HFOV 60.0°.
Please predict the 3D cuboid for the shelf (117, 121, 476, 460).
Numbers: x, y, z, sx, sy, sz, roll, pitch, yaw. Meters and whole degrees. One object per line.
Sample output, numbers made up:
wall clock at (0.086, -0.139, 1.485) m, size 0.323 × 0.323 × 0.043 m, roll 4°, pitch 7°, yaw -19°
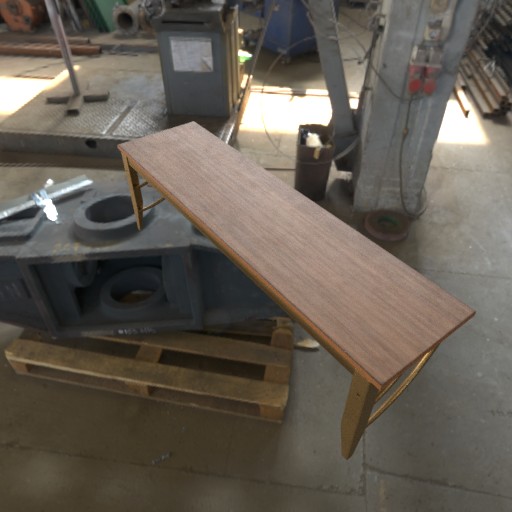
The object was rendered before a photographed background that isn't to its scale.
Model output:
shelf at (0.000, 0.000, 0.733) m, size 0.166 × 0.190 × 0.636 m, roll -27°, pitch 48°, yaw -27°
